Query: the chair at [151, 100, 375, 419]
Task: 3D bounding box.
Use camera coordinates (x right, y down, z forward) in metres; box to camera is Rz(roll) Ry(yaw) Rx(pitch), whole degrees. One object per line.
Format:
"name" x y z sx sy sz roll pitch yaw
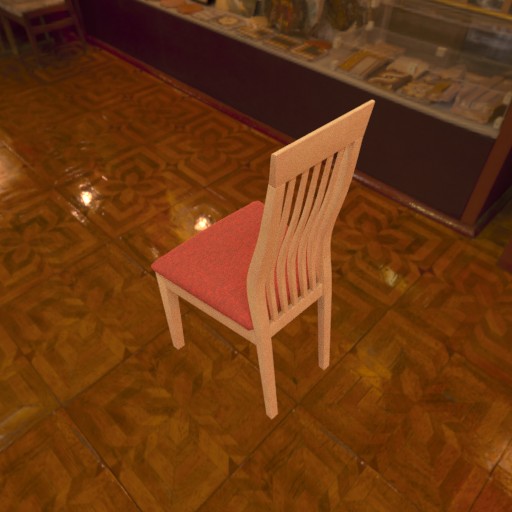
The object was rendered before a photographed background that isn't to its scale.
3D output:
"chair" 0.000 0.000 1.314 0.460 1.027 0.474 -34 55 -28
